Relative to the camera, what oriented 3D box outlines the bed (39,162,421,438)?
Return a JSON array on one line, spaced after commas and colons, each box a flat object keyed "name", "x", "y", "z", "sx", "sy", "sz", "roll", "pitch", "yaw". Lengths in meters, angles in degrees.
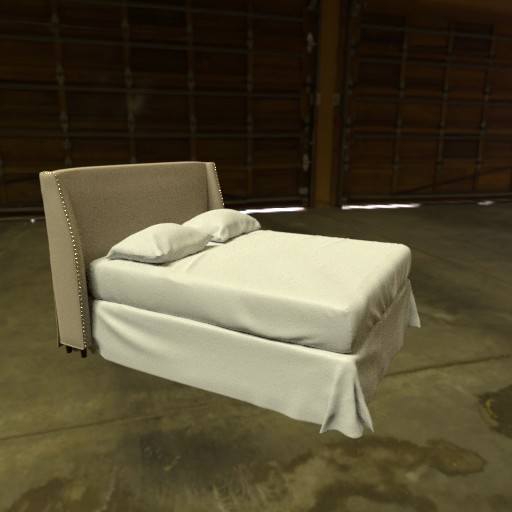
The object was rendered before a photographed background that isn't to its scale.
[{"name": "bed", "x": 0.000, "y": 0.000, "z": 3.376, "sx": 2.276, "sy": 1.332, "sz": 1.925, "roll": 8, "pitch": 16, "yaw": 28}]
